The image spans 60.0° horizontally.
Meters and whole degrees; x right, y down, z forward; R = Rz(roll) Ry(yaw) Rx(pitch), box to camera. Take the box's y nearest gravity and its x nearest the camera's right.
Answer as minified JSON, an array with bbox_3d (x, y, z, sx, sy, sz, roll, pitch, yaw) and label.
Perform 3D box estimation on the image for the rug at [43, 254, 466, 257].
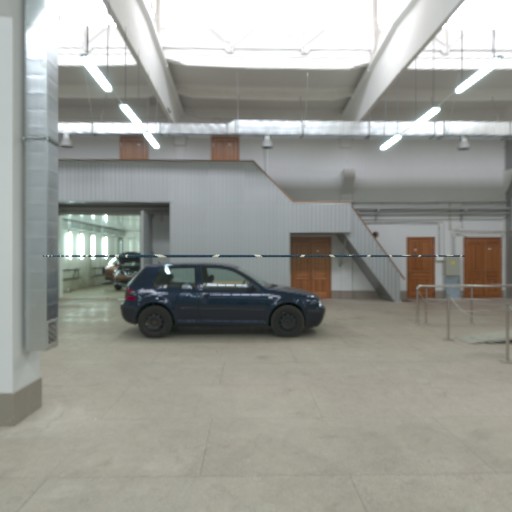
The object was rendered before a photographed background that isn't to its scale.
[{"bbox_3d":[0.000,0.000,2.740,2.134,0.010,1.524,0,0,-37],"label":"rug"}]
